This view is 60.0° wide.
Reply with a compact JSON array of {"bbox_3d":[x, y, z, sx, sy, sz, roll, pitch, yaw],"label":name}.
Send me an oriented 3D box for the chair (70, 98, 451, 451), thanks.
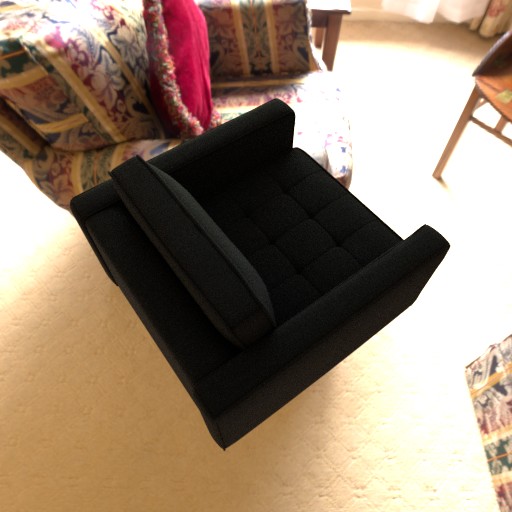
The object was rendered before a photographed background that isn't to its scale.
[{"bbox_3d":[0.000,0.000,1.594,0.920,0.770,0.899,-32,63,-19],"label":"chair"}]
